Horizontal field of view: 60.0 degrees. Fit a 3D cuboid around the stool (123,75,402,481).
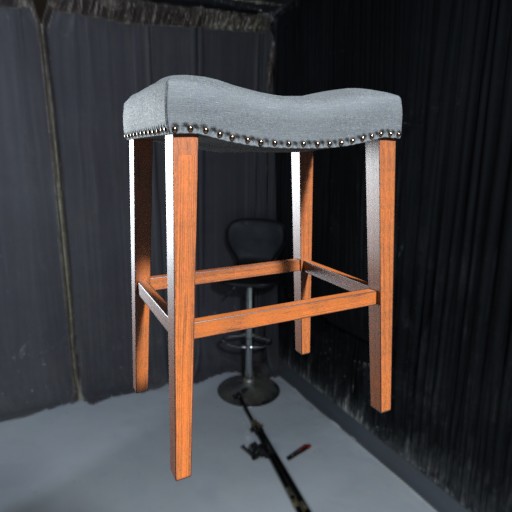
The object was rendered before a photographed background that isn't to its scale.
[{"bbox_3d":[0.000,0.000,0.855,0.439,0.612,0.320,-6,15,-26],"label":"stool"}]
